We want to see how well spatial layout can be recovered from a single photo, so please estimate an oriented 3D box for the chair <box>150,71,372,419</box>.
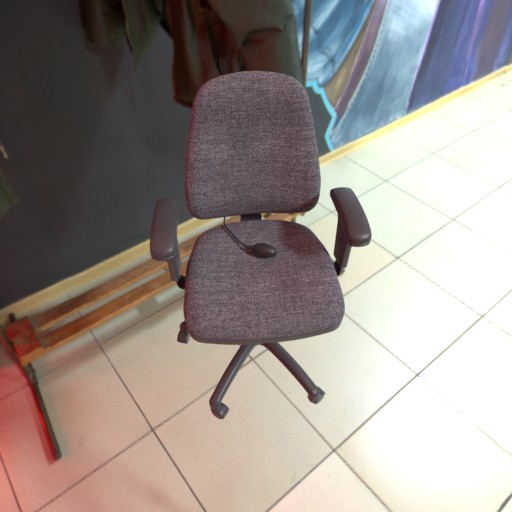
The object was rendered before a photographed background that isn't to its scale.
[{"bbox_3d":[0.000,0.000,1.246,0.550,0.910,0.530,-4,45,-4],"label":"chair"}]
